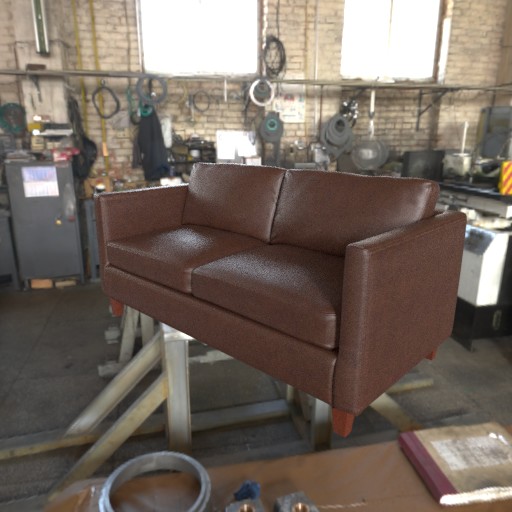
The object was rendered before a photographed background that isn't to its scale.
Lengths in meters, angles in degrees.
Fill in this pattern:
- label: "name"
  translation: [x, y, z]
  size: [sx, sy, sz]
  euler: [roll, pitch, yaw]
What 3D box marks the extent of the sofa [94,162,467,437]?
- label: "sofa"
  translation: [0.000, 0.000, 2.439]
  size: [1.883, 0.933, 0.951]
  euler: [14, 21, 41]
